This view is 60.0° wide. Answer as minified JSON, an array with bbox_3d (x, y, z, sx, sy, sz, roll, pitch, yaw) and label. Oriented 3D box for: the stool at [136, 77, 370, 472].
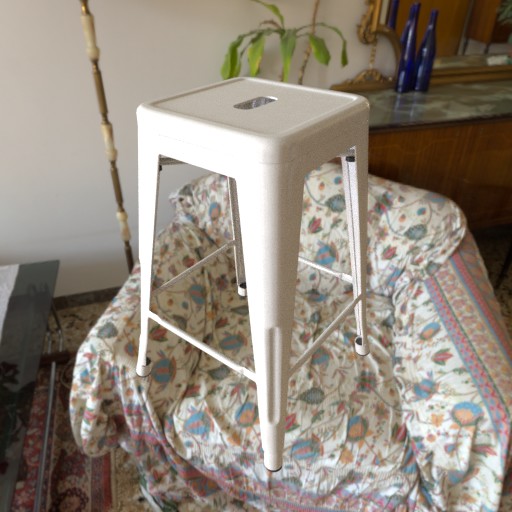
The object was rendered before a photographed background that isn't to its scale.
[{"bbox_3d":[0.000,0.000,0.892,0.406,0.610,0.406,23,40,31],"label":"stool"}]
